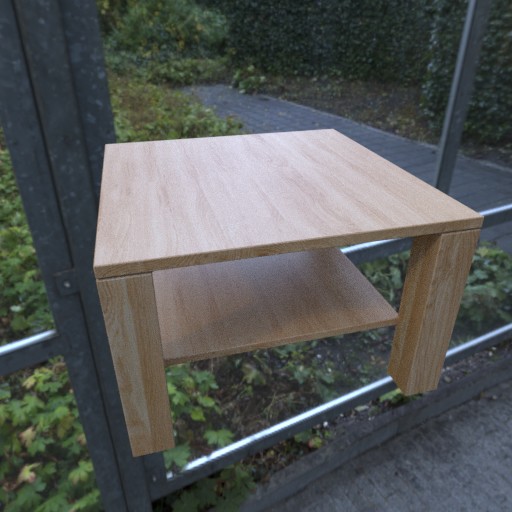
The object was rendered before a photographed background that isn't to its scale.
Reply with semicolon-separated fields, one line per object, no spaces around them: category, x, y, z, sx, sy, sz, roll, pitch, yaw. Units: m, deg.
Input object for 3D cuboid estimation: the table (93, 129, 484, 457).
table;0.000;0.000;1.155;0.700;0.450;0.700;-8;30;-13
